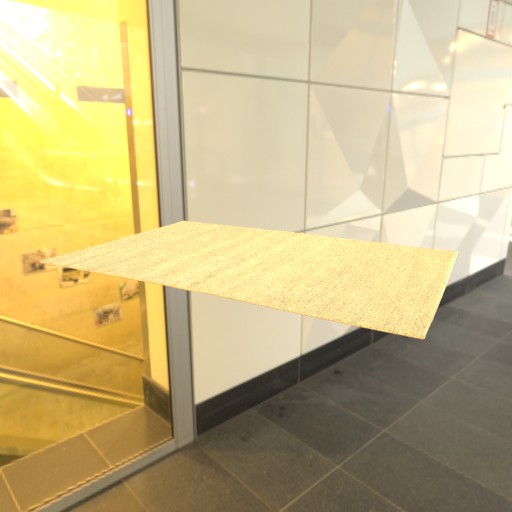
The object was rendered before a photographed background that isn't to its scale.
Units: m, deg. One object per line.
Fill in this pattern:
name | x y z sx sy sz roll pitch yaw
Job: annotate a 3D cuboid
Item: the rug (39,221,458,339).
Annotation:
rug | 0.000 0.000 2.276 1.820 0.022 1.179 8 17 27
